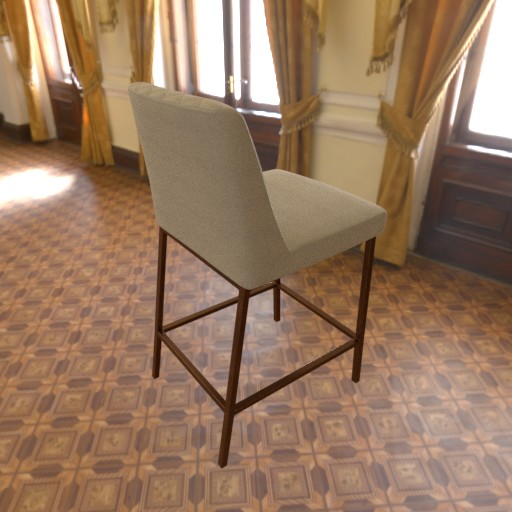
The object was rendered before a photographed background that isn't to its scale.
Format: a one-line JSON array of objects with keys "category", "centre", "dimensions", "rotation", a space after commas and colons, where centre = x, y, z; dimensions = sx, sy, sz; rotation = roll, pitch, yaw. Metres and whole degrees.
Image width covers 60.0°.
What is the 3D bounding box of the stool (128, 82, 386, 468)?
[{"category": "stool", "centre": [0.000, 0.000, 1.318], "dimensions": [0.576, 0.973, 0.507], "rotation": [-20, 34, -32]}]
